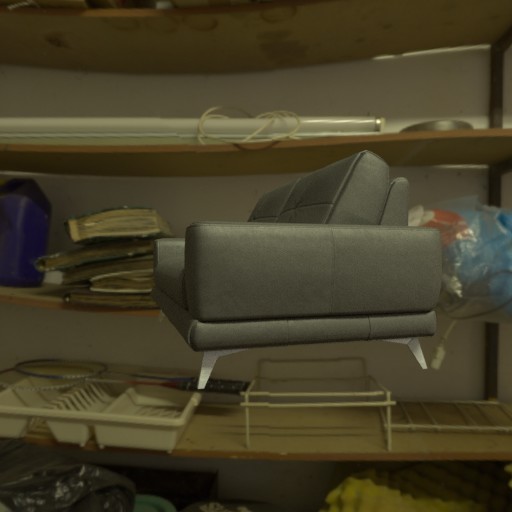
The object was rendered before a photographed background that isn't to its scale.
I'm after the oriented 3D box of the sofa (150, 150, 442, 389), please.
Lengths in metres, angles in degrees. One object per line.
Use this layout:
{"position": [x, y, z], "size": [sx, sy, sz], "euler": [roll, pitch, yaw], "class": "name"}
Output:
{"position": [0.000, 0.000, 2.424], "size": [1.018, 0.907, 1.806], "euler": [0, 0, -17], "class": "sofa"}
